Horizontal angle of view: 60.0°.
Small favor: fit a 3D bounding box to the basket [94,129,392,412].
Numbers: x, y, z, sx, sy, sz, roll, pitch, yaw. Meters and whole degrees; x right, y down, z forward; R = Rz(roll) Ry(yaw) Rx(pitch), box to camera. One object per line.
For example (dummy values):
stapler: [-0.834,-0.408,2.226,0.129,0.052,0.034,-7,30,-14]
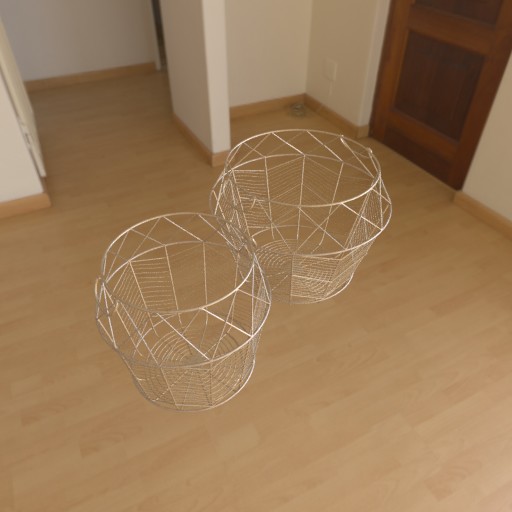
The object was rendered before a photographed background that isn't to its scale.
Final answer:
basket: [0.000,0.000,1.052,0.451,0.343,0.805,27,47,28]
